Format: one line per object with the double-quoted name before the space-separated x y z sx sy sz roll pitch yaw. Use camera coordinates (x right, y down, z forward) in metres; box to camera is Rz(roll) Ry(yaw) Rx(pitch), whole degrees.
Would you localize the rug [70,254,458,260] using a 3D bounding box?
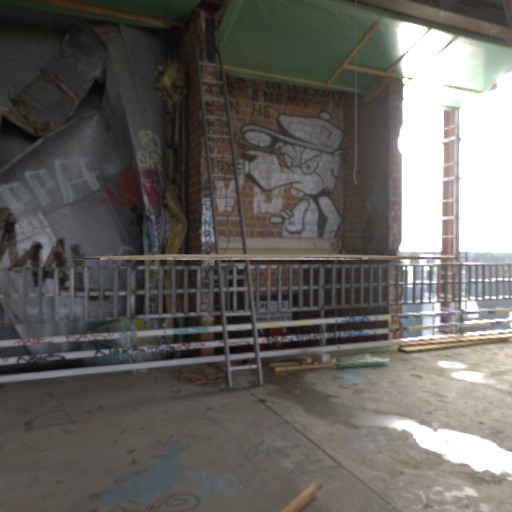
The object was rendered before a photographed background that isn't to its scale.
"rug" 0.000 0.000 2.297 1.216 0.006 1.828 0 1 -2
